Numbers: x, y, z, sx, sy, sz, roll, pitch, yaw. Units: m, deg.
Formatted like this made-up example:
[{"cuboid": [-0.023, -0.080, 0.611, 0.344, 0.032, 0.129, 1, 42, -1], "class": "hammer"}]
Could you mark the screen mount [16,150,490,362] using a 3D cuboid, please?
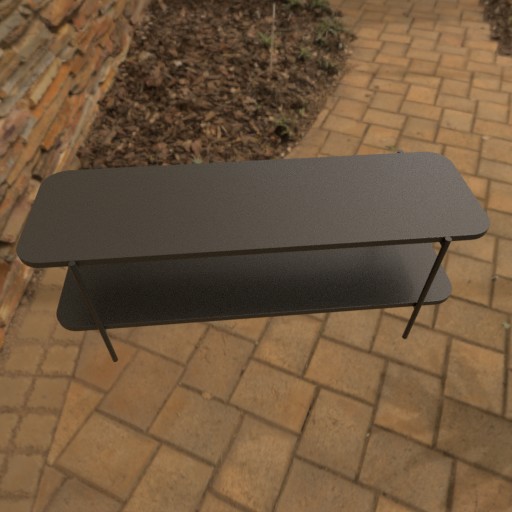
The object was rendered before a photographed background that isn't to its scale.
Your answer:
[{"cuboid": [0.000, 0.000, 1.368, 1.200, 0.447, 0.400, -4, 47, -4], "class": "screen mount"}]
